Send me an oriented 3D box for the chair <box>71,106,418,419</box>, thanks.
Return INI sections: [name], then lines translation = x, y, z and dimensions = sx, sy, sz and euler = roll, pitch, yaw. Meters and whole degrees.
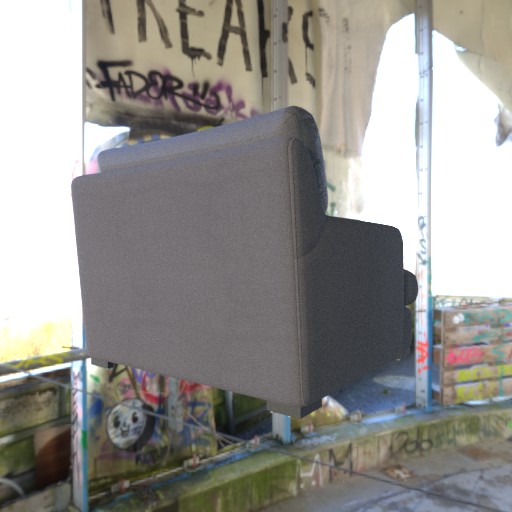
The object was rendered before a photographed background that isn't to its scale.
[chair]
translation = 0.000, 0.000, 1.961
dimensions = 1.168, 0.940, 1.143
euler = 0, 0, 37
